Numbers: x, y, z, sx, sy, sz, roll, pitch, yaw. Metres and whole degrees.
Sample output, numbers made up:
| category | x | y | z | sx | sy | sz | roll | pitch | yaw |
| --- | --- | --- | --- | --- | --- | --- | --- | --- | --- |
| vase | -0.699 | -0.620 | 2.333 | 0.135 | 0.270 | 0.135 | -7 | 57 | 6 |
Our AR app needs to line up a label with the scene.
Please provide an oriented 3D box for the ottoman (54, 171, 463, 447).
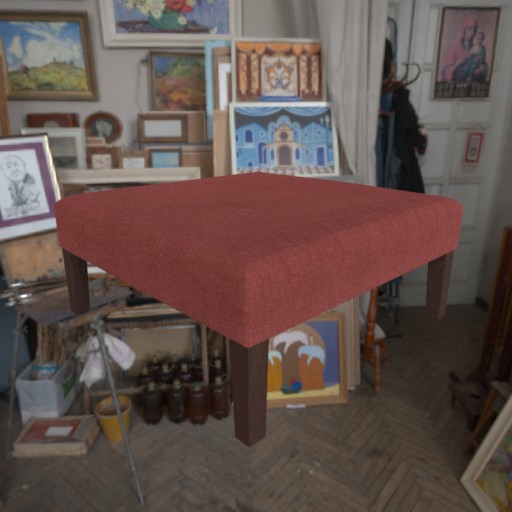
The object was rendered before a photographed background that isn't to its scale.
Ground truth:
| category | x | y | z | sx | sy | sz | roll | pitch | yaw |
| --- | --- | --- | --- | --- | --- | --- | --- | --- | --- |
| ottoman | 0.000 | 0.000 | 1.396 | 0.889 | 0.411 | 0.890 | -17 | 24 | -41 |
